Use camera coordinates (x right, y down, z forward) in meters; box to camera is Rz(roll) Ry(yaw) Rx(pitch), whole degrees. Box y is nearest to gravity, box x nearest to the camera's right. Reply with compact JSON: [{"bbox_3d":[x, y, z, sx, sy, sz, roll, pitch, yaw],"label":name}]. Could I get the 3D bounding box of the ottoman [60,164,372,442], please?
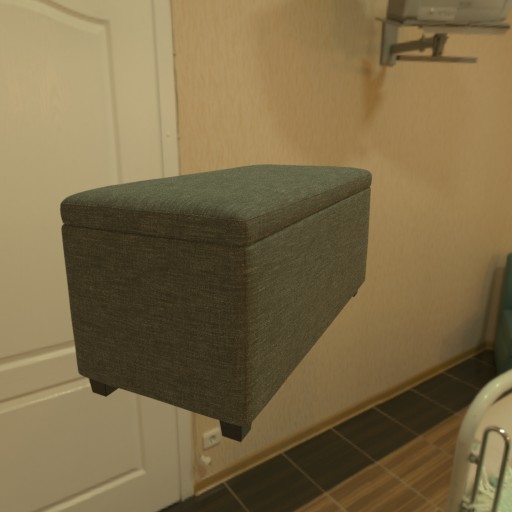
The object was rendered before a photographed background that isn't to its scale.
[{"bbox_3d":[0.000,0.000,1.166,0.419,0.432,0.902,8,17,25],"label":"ottoman"}]
